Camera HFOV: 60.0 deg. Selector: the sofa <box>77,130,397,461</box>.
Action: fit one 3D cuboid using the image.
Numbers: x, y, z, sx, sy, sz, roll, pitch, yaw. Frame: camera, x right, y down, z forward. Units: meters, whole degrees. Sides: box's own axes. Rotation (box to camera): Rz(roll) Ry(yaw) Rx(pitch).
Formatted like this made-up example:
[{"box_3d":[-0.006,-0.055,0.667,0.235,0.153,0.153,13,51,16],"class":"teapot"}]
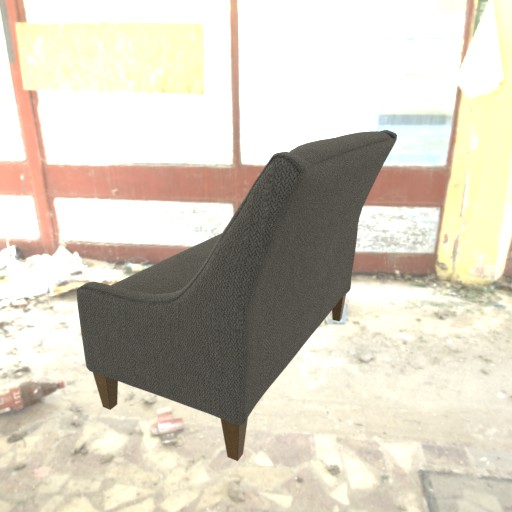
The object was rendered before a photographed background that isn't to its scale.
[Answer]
[{"box_3d":[0.000,0.000,1.907,0.873,1.022,1.242,10,21,26],"class":"sofa"}]
